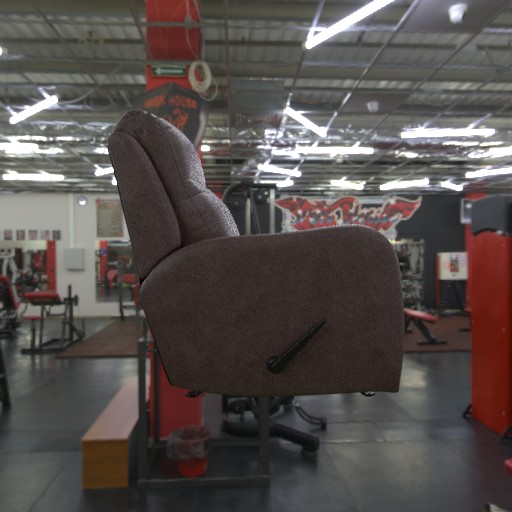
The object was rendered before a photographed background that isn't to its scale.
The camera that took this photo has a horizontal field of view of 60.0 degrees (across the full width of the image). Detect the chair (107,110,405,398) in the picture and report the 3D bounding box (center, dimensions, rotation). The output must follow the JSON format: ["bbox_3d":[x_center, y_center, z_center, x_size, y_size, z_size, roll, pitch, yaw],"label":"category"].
[{"bbox_3d":[0.000,0.000,1.880,1.067,1.067,0.865,0,0,-1],"label":"chair"}]
